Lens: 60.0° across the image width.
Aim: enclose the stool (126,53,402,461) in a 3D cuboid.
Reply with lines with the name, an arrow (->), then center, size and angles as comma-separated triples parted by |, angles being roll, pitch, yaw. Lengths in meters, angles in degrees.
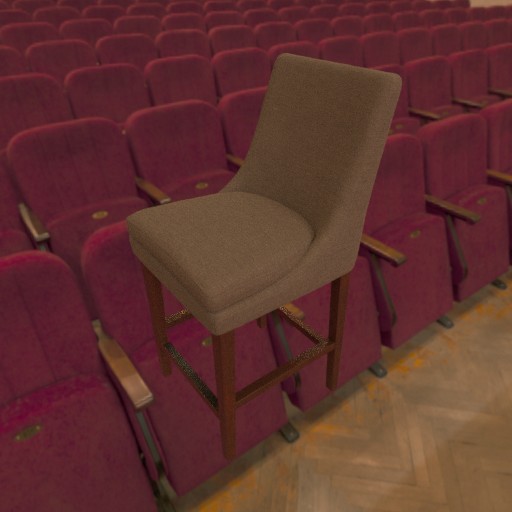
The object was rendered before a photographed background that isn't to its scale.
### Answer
stool -> 0.000, 0.000, 1.266 | 0.577, 0.981, 0.470 | -22, 39, -30
